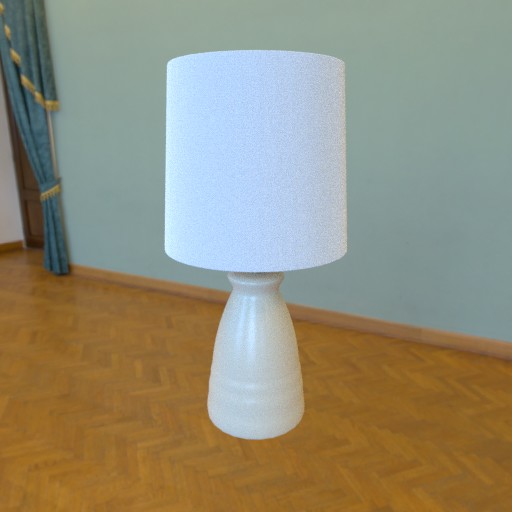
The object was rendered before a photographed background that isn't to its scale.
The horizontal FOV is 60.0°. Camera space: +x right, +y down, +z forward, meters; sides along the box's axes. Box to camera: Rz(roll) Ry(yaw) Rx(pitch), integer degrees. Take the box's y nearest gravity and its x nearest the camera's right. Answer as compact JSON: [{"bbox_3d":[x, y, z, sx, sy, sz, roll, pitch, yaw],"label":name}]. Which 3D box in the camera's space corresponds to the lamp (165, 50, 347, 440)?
[{"bbox_3d":[0.000,0.000,0.465,0.186,0.369,0.186,0,15,0],"label":"lamp"}]
